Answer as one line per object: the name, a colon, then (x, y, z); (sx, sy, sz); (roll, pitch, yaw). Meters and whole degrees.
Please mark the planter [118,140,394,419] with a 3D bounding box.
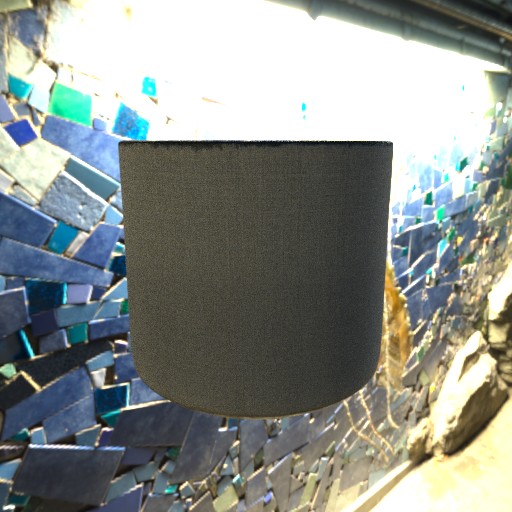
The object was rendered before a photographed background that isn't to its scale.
planter: (0.000, 0.000, 0.396); (0.226, 0.201, 0.226); (0, 15, 0)
